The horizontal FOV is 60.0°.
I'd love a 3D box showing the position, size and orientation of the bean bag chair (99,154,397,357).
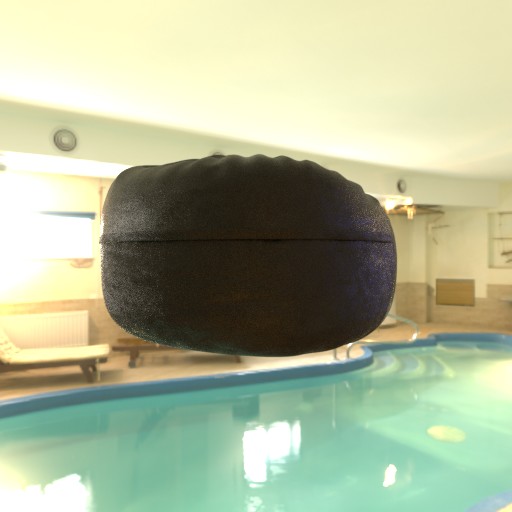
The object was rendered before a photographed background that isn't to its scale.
[{"bbox_3d":[0.000,0.000,2.420,1.524,0.878,1.524,0,0,36],"label":"bean bag chair"}]
